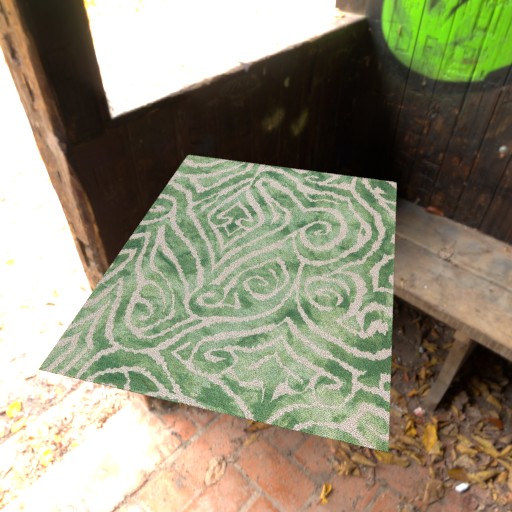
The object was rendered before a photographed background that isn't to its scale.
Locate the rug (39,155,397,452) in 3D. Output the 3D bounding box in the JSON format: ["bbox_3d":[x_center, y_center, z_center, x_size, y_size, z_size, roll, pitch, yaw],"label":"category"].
[{"bbox_3d":[0.000,0.000,4.020,2.436,0.007,3.045,10,44,10],"label":"rug"}]
